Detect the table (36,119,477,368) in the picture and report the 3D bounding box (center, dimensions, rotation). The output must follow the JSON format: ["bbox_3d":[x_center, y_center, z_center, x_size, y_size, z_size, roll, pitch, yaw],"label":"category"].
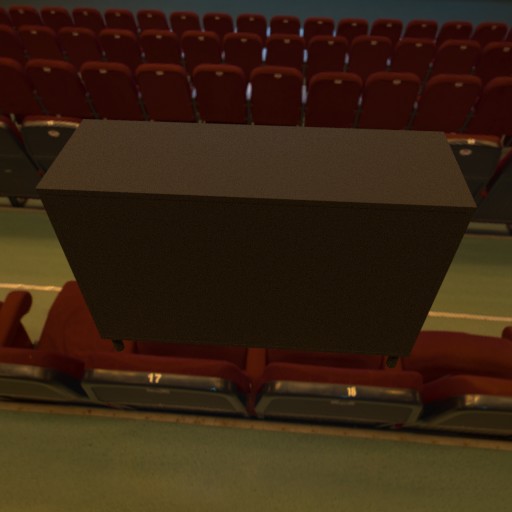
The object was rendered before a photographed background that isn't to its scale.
[{"bbox_3d":[0.000,0.000,1.645,1.200,0.855,0.400,3,45,3],"label":"table"}]
